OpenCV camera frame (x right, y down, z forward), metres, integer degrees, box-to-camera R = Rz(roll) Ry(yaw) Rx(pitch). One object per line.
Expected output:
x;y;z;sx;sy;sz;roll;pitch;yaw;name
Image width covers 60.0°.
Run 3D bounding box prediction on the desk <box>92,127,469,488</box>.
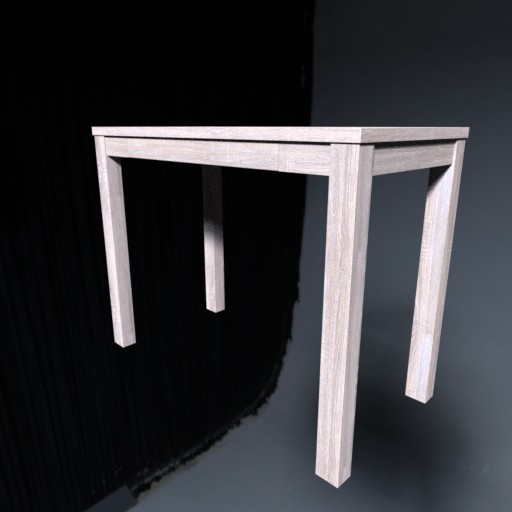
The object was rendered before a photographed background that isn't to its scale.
0.000;0.000;1.365;0.991;0.762;0.495;15;22;42;desk
